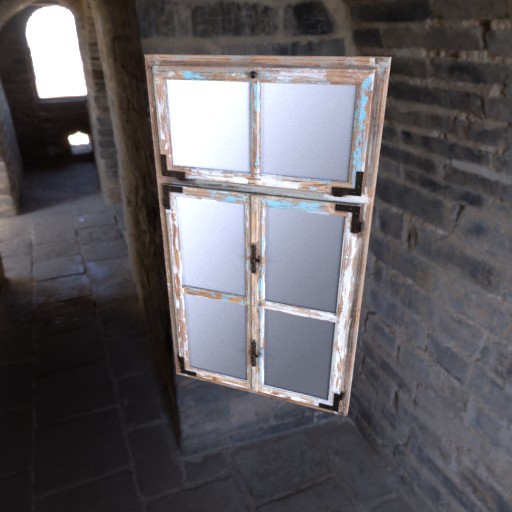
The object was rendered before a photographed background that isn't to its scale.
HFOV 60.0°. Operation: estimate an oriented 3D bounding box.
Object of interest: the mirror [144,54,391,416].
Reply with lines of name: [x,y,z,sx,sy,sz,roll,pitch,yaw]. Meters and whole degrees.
mirror: [0.000,0.000,1.473,0.707,1.213,0.083,9,27,17]
